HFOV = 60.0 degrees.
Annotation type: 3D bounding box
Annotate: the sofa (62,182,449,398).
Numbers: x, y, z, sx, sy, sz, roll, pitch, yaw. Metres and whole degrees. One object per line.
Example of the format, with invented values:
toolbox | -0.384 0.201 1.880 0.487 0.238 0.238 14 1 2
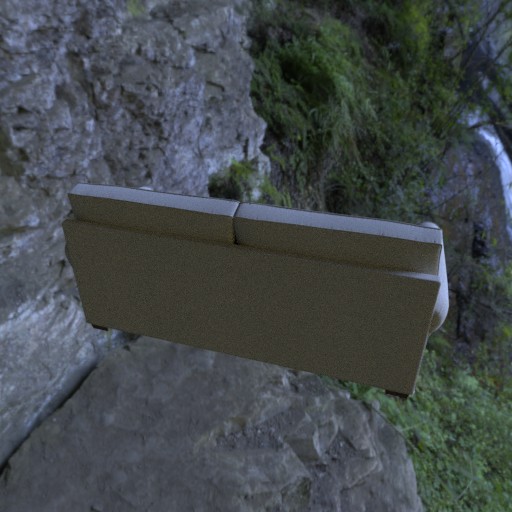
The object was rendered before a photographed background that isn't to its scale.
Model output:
sofa | 0.000 0.000 2.714 2.146 0.962 0.901 9 32 15
